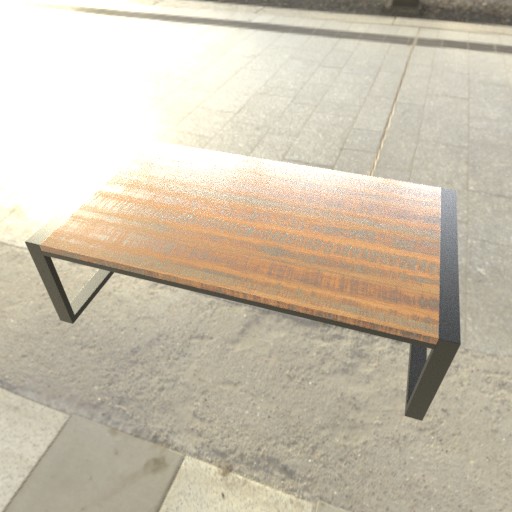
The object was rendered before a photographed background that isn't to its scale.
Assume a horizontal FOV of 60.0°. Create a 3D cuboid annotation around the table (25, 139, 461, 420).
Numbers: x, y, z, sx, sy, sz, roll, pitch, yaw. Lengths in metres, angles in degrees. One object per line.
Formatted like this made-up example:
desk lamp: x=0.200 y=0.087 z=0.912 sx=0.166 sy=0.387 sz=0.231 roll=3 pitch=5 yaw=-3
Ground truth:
table: x=0.000 y=0.000 z=1.695 sx=1.350 sy=0.400 sz=0.750 roll=12 pitch=43 yaw=13
